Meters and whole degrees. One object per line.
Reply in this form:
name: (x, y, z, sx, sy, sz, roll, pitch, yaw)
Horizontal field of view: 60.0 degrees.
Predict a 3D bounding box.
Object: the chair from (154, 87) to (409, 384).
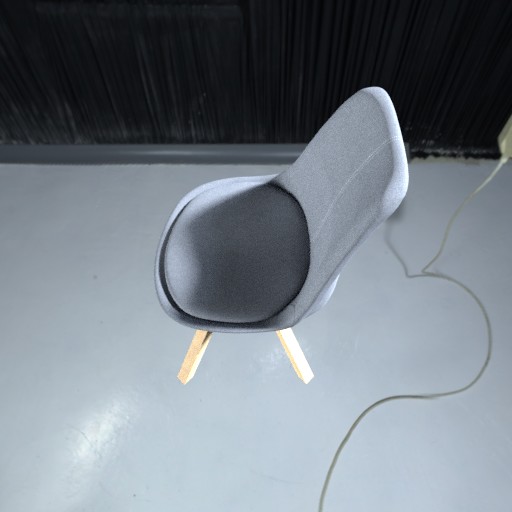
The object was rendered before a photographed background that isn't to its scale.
chair: (0.000, 0.000, 1.183, 0.549, 0.863, 0.474, 0, 58, 0)
